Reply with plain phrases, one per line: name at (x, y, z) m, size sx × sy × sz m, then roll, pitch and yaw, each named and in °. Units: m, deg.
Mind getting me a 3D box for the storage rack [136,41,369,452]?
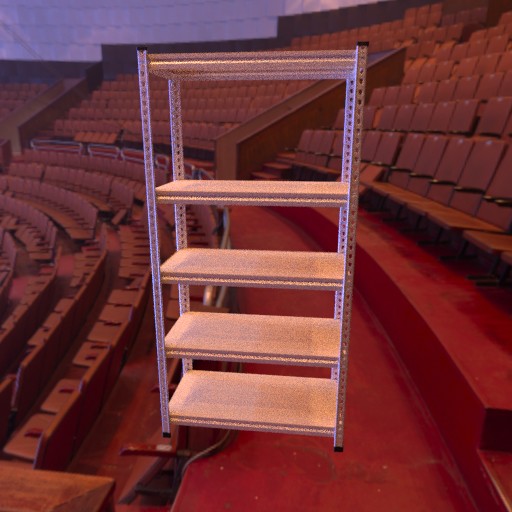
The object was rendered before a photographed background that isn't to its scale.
storage rack at (0.000, 0.000, 2.179) m, size 0.914 × 1.829 × 0.457 m, roll 2°, pitch 16°, yaw 7°
